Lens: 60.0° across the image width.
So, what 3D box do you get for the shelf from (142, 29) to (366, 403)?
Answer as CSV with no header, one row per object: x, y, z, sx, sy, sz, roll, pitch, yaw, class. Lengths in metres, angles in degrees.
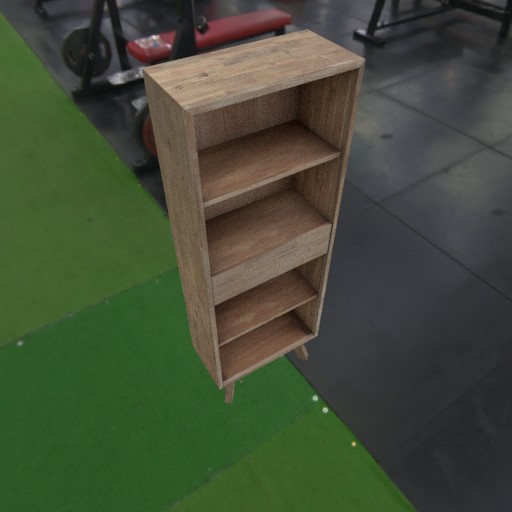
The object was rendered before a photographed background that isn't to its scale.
0.000,0.000,1.559,0.491,1.342,0.267,-24,50,-21,shelf
